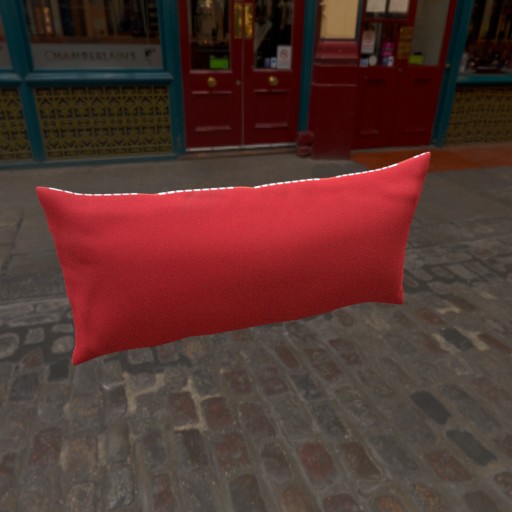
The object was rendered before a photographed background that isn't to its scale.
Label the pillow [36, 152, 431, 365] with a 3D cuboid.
[{"bbox_3d":[0.000,0.000,0.722,0.608,0.297,0.151,-8,27,-16],"label":"pillow"}]
